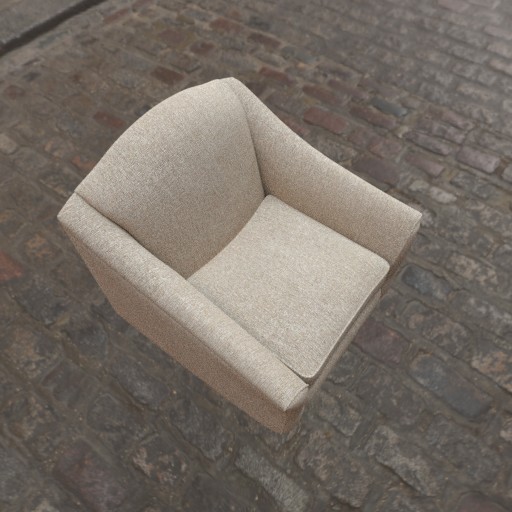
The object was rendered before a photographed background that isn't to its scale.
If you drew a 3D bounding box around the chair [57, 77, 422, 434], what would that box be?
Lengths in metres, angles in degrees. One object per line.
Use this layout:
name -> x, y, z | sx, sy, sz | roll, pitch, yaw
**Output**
chair -> 0.000, 0.000, 1.462 | 0.787, 0.839, 0.763 | 32, 63, 19
